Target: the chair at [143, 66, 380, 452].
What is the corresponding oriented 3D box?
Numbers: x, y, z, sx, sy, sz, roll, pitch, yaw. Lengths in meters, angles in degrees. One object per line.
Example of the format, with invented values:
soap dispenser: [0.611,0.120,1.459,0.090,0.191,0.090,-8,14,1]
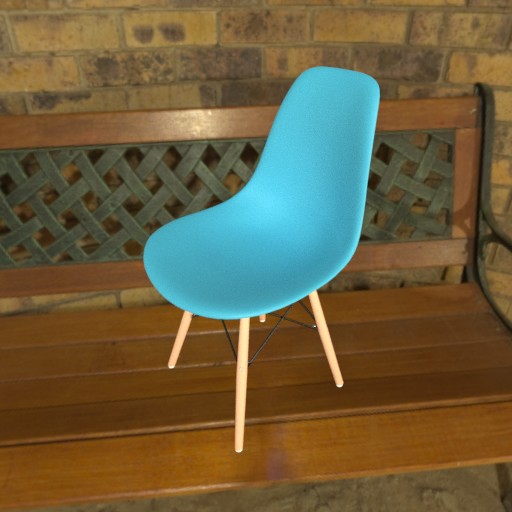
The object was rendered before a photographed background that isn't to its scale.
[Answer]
chair: [0.000,0.000,1.115,0.531,0.826,0.470,-22,38,-31]
